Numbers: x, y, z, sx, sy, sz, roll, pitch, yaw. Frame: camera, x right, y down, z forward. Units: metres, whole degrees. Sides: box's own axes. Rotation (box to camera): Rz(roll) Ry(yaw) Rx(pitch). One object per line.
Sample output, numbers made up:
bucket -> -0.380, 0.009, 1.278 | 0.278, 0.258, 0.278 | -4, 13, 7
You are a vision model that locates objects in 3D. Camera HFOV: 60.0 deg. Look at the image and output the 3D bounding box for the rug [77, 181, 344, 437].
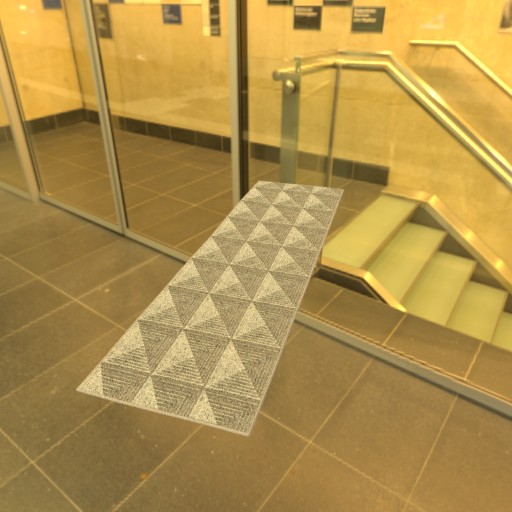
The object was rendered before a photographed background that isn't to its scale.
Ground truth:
rug -> 0.000, 0.000, 2.372 | 0.645, 0.015, 2.182 | 9, 31, 15
